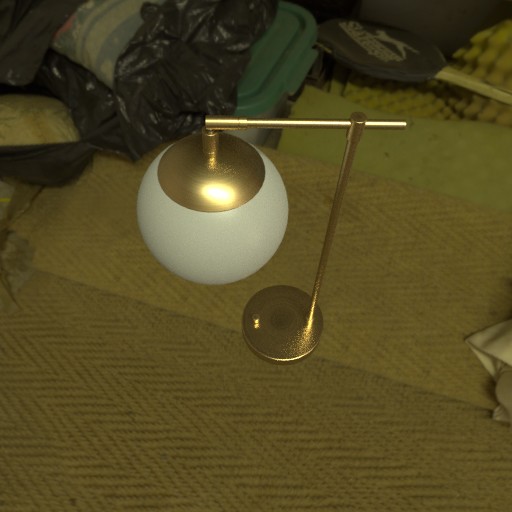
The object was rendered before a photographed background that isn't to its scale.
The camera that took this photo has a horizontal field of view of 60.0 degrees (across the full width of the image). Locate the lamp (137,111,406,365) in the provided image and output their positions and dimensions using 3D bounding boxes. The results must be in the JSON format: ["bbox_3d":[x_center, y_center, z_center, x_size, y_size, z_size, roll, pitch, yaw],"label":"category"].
[{"bbox_3d":[0.000,0.000,0.711,0.324,0.559,0.207,1,57,1],"label":"lamp"}]
